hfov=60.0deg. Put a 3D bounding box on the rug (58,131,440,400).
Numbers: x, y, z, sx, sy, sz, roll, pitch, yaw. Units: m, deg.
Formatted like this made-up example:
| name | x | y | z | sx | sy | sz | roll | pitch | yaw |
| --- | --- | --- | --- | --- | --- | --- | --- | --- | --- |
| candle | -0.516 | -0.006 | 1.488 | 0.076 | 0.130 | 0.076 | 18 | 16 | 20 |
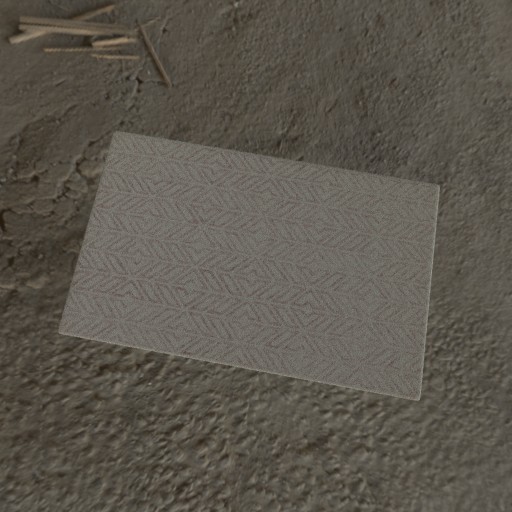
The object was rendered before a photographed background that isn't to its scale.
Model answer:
| name | x | y | z | sx | sy | sz | roll | pitch | yaw |
| --- | --- | --- | --- | --- | --- | --- | --- | --- | --- |
| rug | 0.000 | 0.000 | 3.098 | 2.438 | 0.008 | 1.523 | 10 | 77 | 2 |
